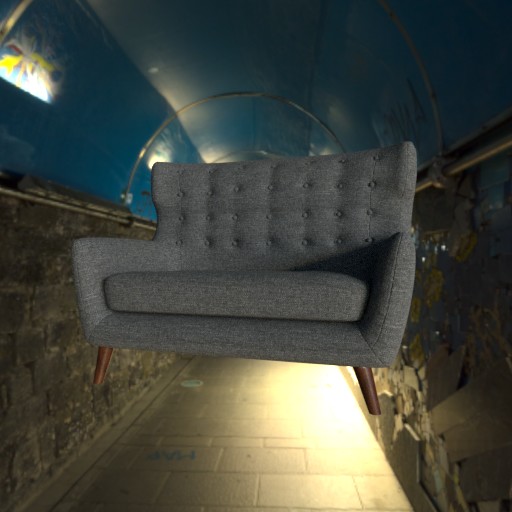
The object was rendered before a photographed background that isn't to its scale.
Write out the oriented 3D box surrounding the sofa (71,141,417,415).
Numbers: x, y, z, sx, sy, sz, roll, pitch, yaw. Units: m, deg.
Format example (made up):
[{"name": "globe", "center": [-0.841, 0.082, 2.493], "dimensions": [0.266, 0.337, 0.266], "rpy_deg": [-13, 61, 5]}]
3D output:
[{"name": "sofa", "center": [0.000, 0.000, 1.978], "dimensions": [1.358, 1.028, 0.874], "rpy_deg": [0, 0, 19]}]
